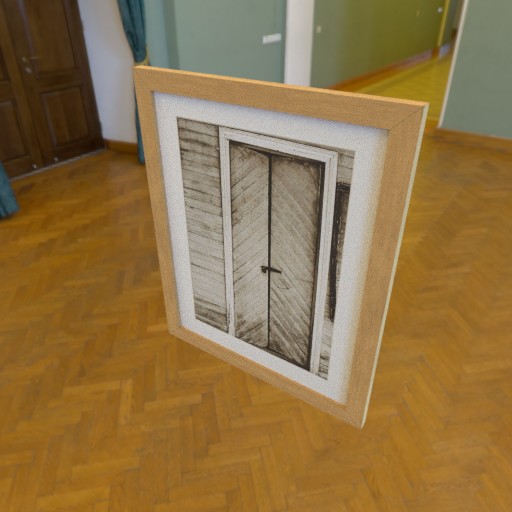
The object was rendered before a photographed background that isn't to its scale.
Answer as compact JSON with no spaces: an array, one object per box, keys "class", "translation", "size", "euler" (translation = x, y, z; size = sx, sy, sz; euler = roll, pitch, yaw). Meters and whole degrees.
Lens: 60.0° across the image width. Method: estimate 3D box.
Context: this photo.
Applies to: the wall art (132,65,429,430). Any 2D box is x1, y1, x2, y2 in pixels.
[{"class":"wall art","translation":[0.000,0.000,0.754],"size":[0.460,0.561,0.020],"euler":[19,37,28]}]
